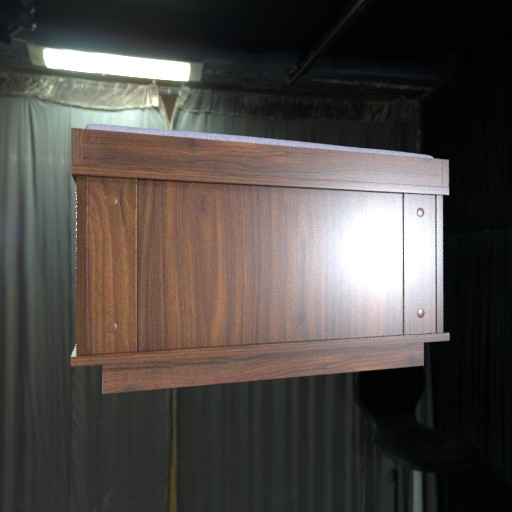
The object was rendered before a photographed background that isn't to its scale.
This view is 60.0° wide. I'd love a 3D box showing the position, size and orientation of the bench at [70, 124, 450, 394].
[{"bbox_3d":[0.000,0.000,0.987,0.734,0.461,0.362,0,0,-18],"label":"bench"}]
